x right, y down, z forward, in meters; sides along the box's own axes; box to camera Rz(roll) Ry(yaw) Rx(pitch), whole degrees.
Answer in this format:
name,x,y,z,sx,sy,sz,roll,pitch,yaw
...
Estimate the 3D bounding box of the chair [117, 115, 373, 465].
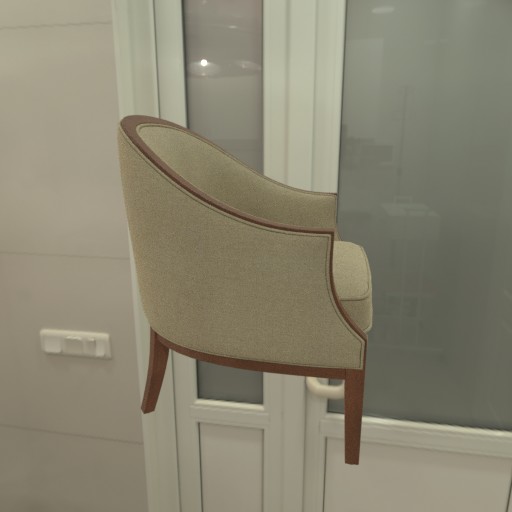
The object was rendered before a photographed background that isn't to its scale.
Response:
name,x,y,z,sx,sy,sz,roll,pitch,yaw
chair,0.000,0.000,1.437,0.735,0.876,0.803,3,15,10
